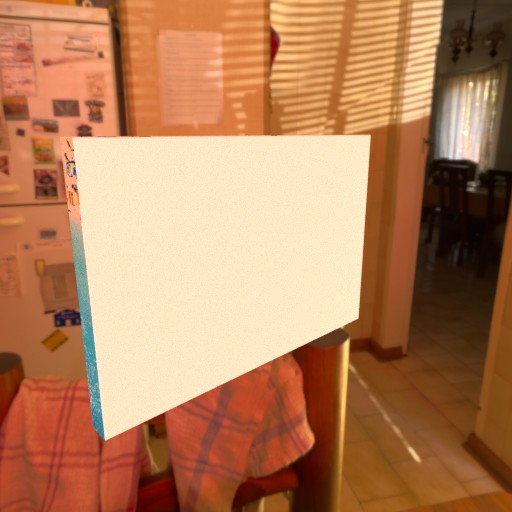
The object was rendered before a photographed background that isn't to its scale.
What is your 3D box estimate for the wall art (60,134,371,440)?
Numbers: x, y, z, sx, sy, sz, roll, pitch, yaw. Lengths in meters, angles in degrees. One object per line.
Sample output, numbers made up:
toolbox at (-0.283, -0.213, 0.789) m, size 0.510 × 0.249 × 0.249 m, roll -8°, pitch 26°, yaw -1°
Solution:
wall art at (0.000, 0.000, 0.772) m, size 0.609 × 0.406 × 0.039 m, roll -14°, pitch 21°, yaw -41°
